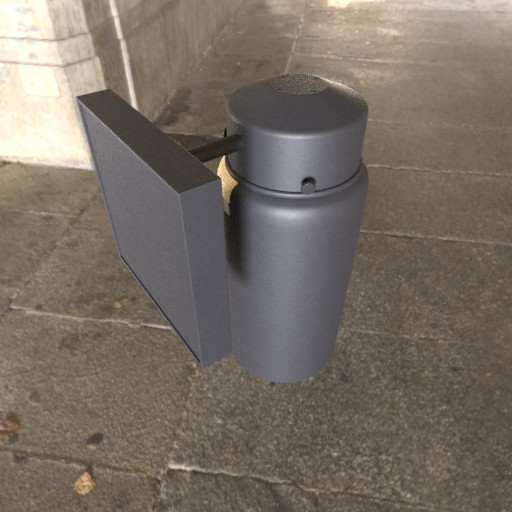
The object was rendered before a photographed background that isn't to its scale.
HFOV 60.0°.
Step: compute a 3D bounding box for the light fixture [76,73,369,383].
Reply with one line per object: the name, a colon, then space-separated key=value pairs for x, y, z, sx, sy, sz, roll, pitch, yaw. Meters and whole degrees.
light fixture: x=0.000 y=0.000 z=0.351 sx=0.176 sy=0.257 sz=0.130 roll=-26 pitch=48 yaw=-26
